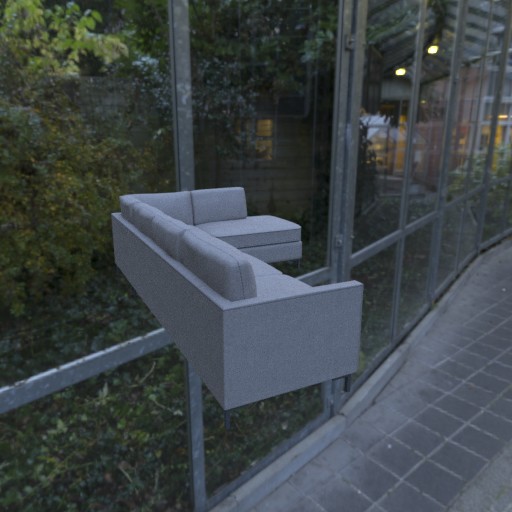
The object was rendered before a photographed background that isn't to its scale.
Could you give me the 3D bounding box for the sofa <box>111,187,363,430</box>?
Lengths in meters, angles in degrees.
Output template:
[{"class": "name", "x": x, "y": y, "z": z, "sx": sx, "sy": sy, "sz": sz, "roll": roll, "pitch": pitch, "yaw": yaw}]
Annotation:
[{"class": "sofa", "x": 0.000, "y": 0.000, "z": 4.201, "sx": 2.077, "sy": 0.964, "sz": 3.331, "roll": -7, "pitch": 17, "yaw": -26}]
